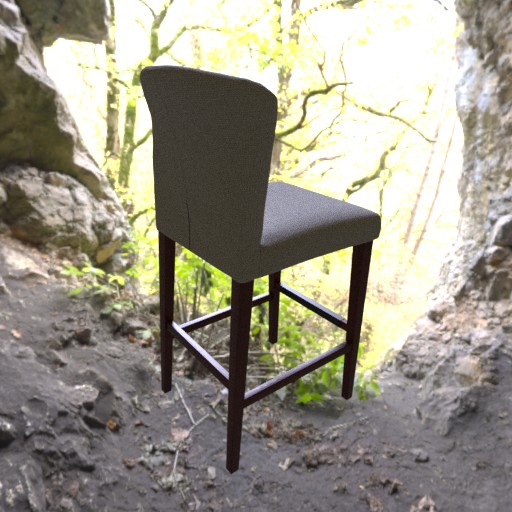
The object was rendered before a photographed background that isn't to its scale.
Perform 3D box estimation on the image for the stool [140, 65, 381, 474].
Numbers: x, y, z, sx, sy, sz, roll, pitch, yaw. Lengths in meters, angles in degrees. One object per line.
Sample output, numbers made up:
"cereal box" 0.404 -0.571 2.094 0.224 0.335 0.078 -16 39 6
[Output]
"stool" 0.000 0.000 1.341 0.568 1.069 0.481 -17 30 -33
